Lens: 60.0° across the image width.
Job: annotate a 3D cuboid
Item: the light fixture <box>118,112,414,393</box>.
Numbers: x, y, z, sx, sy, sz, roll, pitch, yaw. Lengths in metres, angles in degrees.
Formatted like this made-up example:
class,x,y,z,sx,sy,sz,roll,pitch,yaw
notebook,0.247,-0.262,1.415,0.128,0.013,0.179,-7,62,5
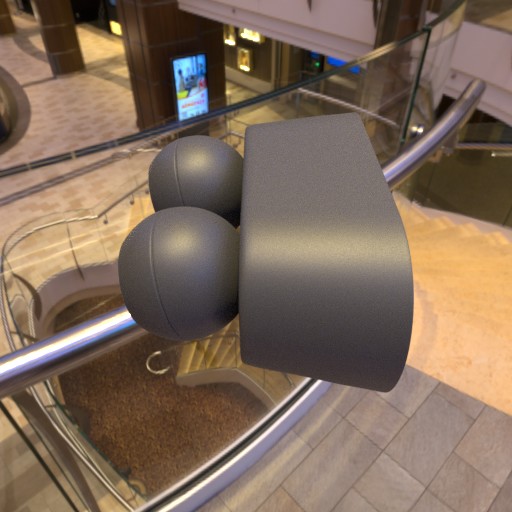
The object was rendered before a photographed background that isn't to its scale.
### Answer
class,x,y,z,sx,sy,sz,roll,pitch,yaw
light fixture,0.000,0.000,0.328,0.159,0.159,0.229,0,42,0
